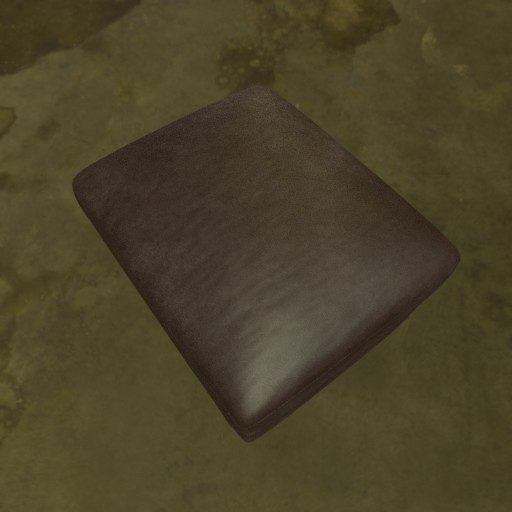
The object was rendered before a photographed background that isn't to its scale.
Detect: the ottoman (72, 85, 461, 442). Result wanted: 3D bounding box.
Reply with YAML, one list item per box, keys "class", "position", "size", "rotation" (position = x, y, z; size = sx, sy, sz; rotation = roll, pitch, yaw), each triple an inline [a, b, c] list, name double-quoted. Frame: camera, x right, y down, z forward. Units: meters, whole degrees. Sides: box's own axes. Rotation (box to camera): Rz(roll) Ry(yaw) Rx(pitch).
- class: "ottoman"
  position: [0.000, 0.000, 1.268]
  size: [0.670, 0.569, 0.806]
  rotation: [-33, 64, -18]
